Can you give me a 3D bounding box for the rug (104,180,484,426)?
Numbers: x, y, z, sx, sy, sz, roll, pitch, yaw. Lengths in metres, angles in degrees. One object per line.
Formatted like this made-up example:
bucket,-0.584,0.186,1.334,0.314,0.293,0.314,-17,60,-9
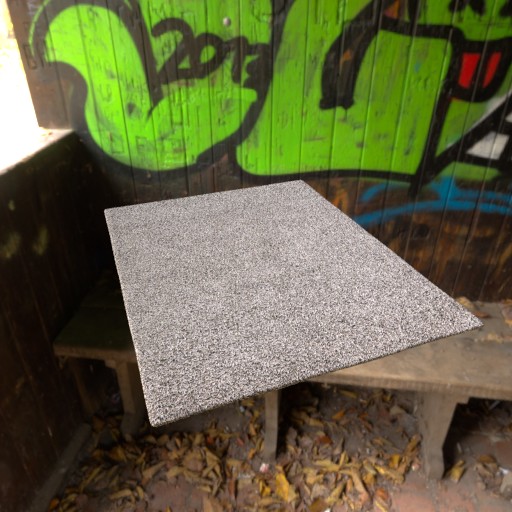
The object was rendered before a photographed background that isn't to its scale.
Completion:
rug,0.000,0.000,4.084,2.438,0.029,3.047,-11,33,-18
